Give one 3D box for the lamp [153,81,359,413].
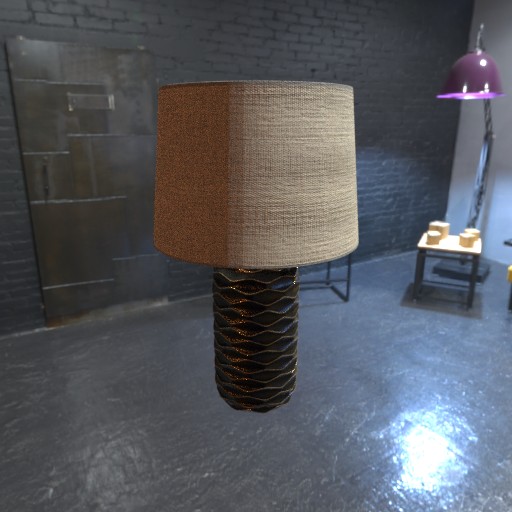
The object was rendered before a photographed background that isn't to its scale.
[{"bbox_3d":[0.000,0.000,0.842,0.376,0.594,0.376,0,17,0],"label":"lamp"}]
